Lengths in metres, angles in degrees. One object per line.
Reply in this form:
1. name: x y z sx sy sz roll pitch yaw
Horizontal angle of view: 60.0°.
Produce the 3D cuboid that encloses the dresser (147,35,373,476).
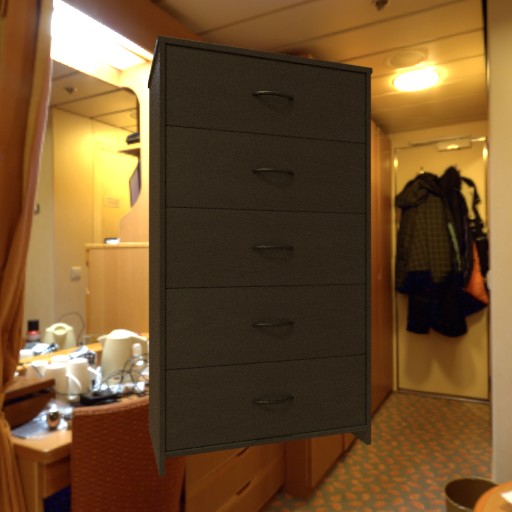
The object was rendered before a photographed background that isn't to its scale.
1. dresser: 0.000 0.000 1.535 0.704 1.255 0.399 0 0 -18
